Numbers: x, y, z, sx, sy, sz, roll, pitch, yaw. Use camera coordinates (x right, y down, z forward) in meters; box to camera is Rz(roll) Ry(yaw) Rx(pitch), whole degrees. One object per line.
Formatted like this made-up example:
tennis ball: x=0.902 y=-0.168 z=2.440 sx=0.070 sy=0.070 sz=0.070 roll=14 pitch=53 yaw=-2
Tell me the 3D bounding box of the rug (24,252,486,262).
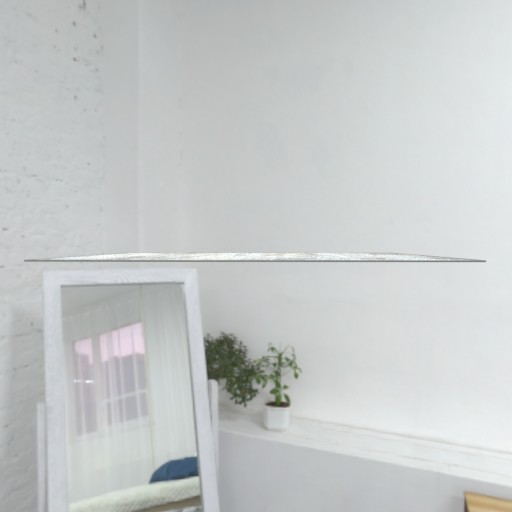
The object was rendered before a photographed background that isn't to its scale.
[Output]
rug: x=0.000 y=0.000 z=4.352 sx=3.307 sy=0.013 sz=2.393 roll=0 pitch=2 yaw=1
